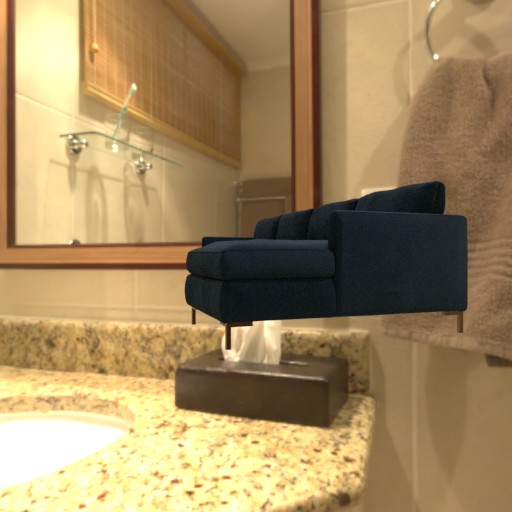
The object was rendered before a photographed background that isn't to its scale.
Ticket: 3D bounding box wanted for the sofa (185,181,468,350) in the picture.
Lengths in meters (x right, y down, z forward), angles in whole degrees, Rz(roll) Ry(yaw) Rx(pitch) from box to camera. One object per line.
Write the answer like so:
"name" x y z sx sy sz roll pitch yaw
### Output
"sofa" 0.000 0.000 3.436 1.350 0.810 2.932 0 0 -19
